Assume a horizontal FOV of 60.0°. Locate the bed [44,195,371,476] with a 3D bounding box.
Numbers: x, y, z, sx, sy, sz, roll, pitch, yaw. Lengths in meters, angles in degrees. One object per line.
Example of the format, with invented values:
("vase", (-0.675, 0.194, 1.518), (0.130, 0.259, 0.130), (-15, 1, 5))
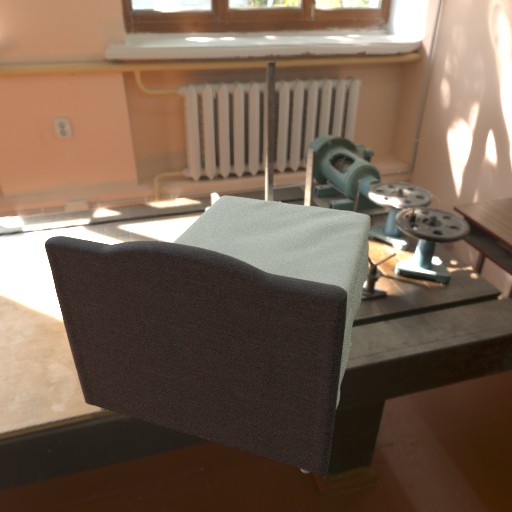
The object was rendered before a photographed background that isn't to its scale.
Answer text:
("bed", (0.000, 0.000, 3.557), (1.741, 1.441, 2.507), (10, 32, 16))
